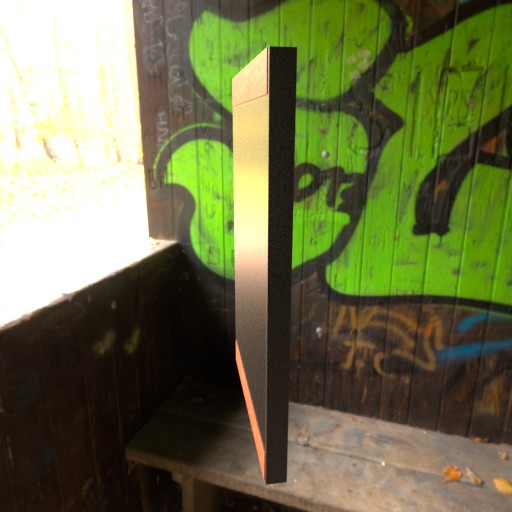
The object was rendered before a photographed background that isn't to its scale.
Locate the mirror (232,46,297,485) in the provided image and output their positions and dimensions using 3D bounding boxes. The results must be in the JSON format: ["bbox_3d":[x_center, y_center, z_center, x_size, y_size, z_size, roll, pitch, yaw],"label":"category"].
[{"bbox_3d":[0.000,0.000,1.044,0.047,0.823,0.525,-3,17,-9],"label":"mirror"}]
